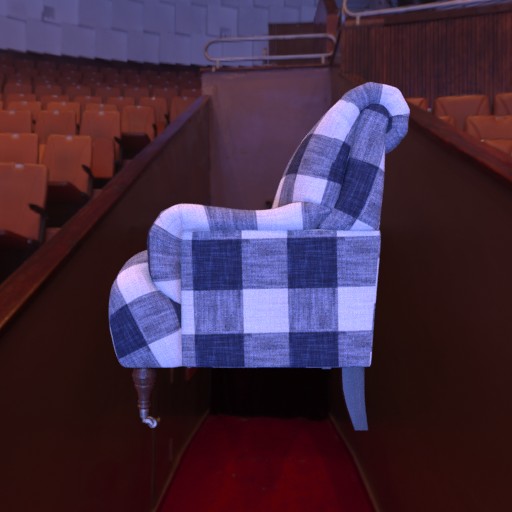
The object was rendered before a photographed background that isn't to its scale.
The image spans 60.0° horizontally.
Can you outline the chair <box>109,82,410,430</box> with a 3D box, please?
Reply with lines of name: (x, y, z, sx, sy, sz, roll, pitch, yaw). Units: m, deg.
chair: (0.000, 0.000, 1.555, 0.848, 0.953, 0.781, 0, 1, 1)
